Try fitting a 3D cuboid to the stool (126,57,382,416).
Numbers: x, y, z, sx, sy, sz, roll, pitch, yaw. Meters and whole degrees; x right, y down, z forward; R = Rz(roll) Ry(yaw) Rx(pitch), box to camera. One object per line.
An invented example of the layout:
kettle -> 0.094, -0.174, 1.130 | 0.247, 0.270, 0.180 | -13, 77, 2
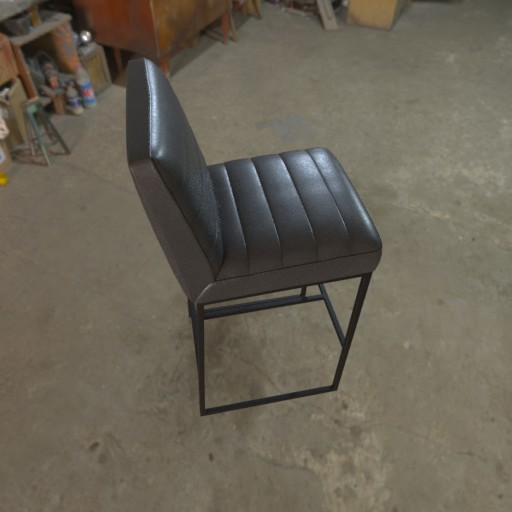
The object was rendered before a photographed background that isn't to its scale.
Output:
stool -> 0.000, 0.000, 1.314 | 0.552, 1.040, 0.457 | -8, 47, -8
